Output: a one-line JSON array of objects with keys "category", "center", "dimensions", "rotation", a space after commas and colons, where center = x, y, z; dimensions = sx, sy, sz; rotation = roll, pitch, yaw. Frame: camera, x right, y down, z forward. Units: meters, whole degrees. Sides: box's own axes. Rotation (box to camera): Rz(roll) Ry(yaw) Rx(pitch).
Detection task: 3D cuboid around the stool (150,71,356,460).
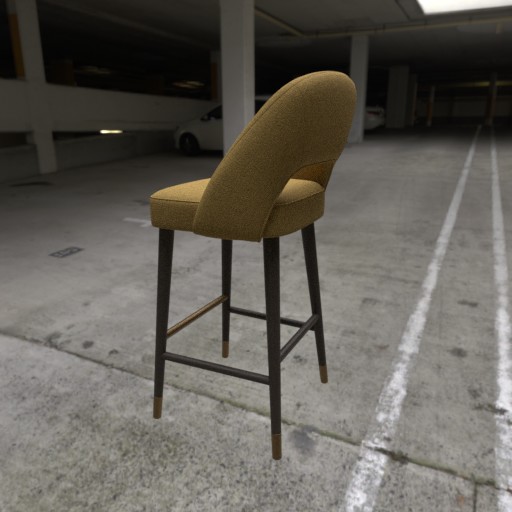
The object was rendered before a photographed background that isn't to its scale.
[{"category": "stool", "center": [0.000, 0.000, 1.372], "dimensions": [0.522, 1.032, 0.536], "rotation": [8, 18, 25]}]
